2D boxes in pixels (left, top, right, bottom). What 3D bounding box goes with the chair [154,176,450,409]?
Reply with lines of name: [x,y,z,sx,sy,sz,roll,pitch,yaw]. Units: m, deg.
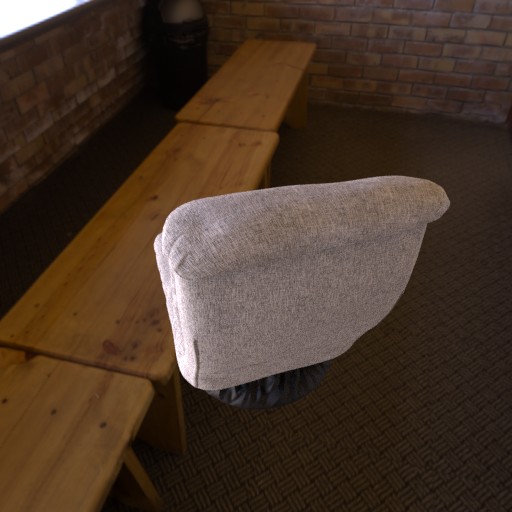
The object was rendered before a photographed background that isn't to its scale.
chair: [0.000,0.000,0.926,0.400,0.600,0.583,-12,43,-13]
